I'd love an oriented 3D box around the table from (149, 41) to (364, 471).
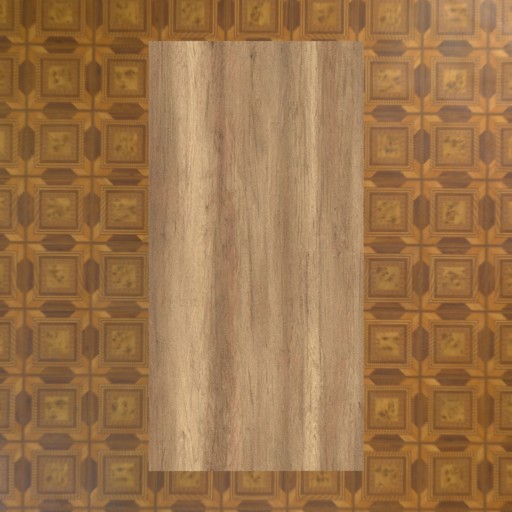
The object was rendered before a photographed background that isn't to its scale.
[{"bbox_3d":[0.000,0.000,2.251,0.900,0.790,1.800,0,90,0],"label":"table"}]
